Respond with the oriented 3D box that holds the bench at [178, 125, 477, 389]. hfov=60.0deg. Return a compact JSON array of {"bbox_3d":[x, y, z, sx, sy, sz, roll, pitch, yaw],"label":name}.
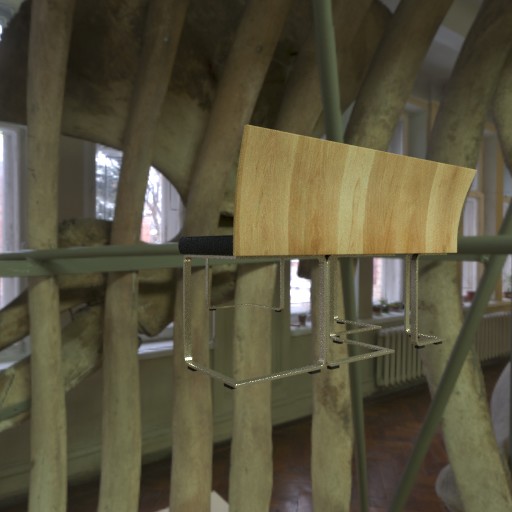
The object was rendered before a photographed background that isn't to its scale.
[{"bbox_3d":[0.000,0.000,2.714,1.495,0.930,1.945,-1,2,-36],"label":"bench"}]
